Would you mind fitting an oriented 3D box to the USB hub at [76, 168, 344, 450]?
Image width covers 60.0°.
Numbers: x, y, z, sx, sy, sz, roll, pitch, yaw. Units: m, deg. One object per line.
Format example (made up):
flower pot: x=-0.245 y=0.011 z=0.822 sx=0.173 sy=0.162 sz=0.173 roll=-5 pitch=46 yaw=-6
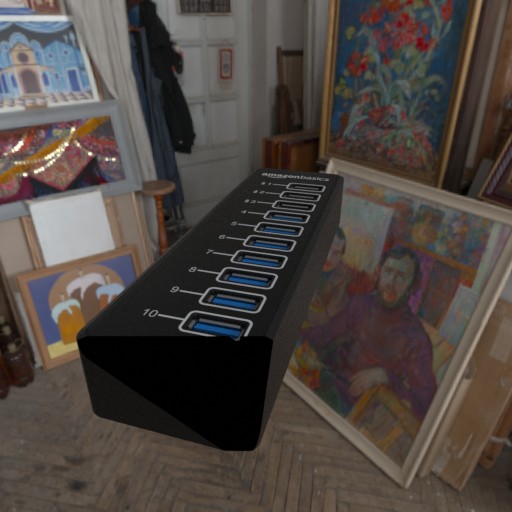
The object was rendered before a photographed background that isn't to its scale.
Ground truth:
USB hub: x=0.000 y=0.000 z=0.160 sx=0.044 sy=0.023 sz=0.145 roll=8 pitch=28 yaw=15
